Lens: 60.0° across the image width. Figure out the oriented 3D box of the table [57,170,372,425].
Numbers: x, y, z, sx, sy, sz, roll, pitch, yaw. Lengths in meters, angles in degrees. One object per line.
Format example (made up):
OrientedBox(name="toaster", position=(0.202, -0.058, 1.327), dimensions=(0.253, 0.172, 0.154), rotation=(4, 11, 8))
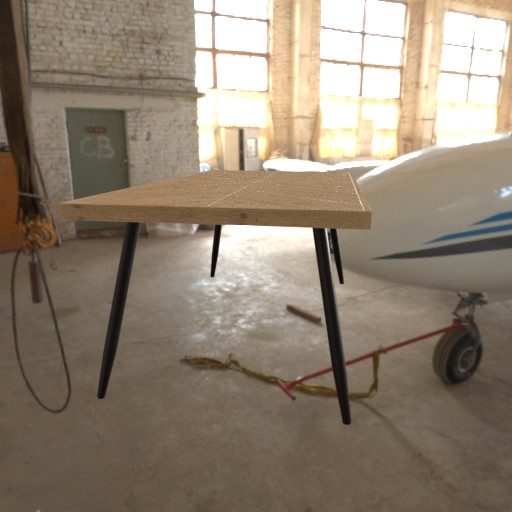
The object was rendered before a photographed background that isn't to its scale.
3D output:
OrientedBox(name="table", position=(0.000, 0.000, 2.304), dimensions=(0.991, 0.762, 1.803), rotation=(3, 15, 10))
